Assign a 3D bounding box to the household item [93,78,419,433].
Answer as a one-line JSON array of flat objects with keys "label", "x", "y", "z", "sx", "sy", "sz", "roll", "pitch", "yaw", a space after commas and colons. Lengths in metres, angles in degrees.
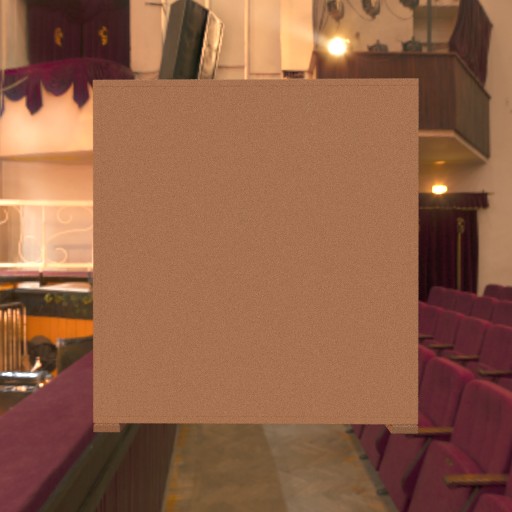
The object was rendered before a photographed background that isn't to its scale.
[{"label": "household item", "x": 0.000, "y": 0.000, "z": 1.300, "sx": 0.800, "sy": 0.870, "sz": 0.420, "roll": 0, "pitch": 0, "yaw": 1}]
